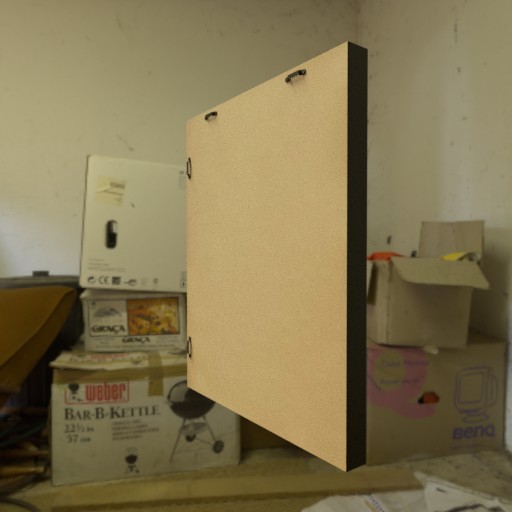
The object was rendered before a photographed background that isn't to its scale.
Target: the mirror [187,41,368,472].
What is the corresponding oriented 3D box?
[{"bbox_3d":[0.000,0.000,0.695,0.041,0.509,0.406,-1,1,-36],"label":"mirror"}]
